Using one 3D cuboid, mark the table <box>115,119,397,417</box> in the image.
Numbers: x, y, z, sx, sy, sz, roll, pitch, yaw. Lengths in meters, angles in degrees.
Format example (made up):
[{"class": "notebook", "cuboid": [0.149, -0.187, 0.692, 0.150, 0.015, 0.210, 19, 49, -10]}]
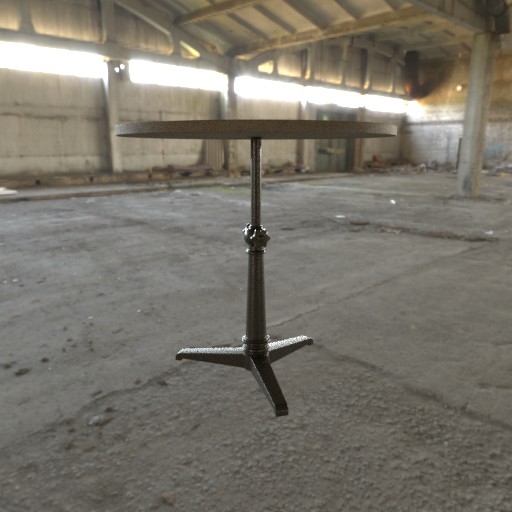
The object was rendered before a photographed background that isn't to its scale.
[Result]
[{"class": "table", "cuboid": [0.000, 0.000, 1.406, 0.800, 0.780, 0.800, 0, 14, 0]}]
